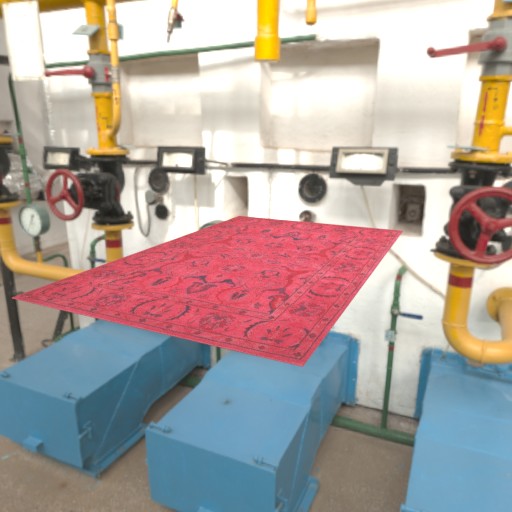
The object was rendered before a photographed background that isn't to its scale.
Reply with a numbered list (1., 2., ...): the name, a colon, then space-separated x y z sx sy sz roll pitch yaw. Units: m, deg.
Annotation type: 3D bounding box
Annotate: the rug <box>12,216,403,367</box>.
1. rug: 0.000 0.000 2.936 1.534 0.010 2.423 7 17 25
